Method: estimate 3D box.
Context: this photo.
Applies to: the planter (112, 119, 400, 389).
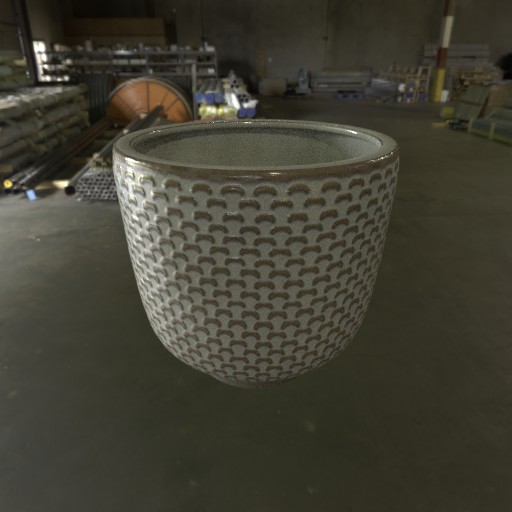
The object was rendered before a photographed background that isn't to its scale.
[{"bbox_3d":[0.000,0.000,0.247,0.139,0.130,0.139,0,25,0],"label":"planter"}]
